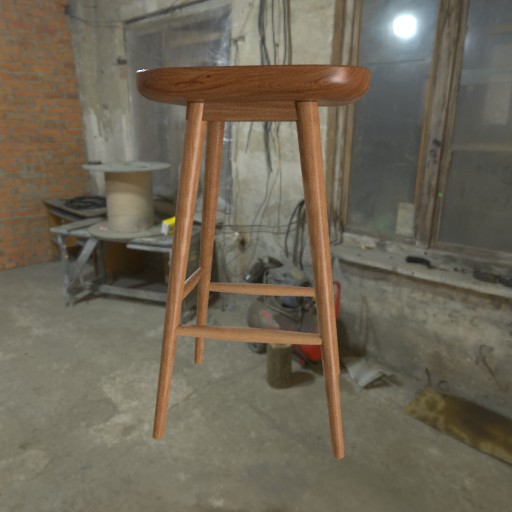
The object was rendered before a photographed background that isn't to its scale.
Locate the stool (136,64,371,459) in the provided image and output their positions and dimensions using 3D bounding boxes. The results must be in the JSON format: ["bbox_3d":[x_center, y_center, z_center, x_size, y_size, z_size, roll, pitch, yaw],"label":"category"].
[{"bbox_3d":[0.000,0.000,0.926,0.407,0.698,0.322,2,16,8],"label":"stool"}]
